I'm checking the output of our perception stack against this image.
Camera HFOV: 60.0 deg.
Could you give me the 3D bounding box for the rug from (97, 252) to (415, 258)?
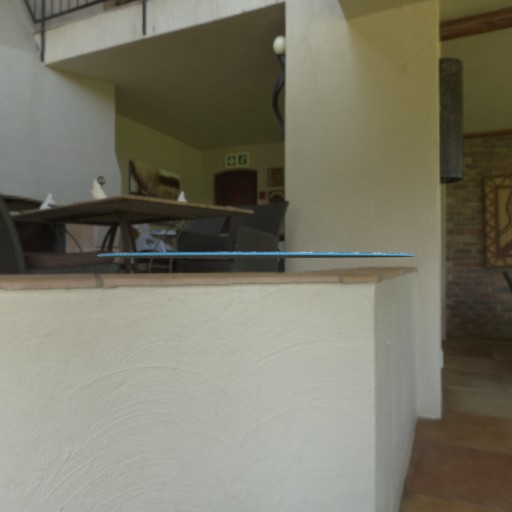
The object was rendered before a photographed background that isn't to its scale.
[{"bbox_3d":[0.000,0.000,2.359,1.593,0.012,1.593,0,-1,0],"label":"rug"}]
